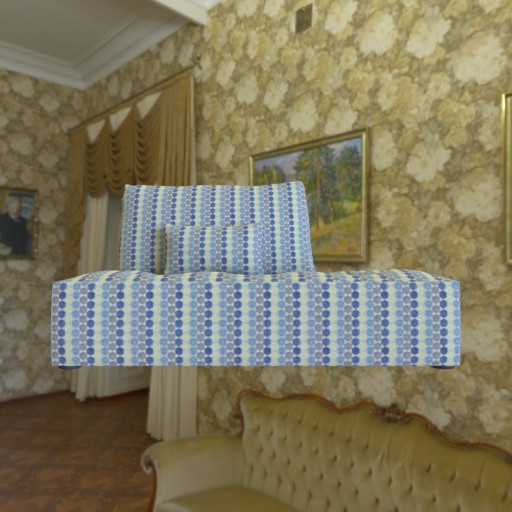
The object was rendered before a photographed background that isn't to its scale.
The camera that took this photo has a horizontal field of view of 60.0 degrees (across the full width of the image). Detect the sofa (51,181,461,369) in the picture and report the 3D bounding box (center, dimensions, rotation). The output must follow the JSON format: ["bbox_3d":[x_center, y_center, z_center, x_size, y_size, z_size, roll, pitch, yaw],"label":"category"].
[{"bbox_3d":[0.000,0.000,2.031,1.450,0.820,1.000,0,-2,0],"label":"sofa"}]
